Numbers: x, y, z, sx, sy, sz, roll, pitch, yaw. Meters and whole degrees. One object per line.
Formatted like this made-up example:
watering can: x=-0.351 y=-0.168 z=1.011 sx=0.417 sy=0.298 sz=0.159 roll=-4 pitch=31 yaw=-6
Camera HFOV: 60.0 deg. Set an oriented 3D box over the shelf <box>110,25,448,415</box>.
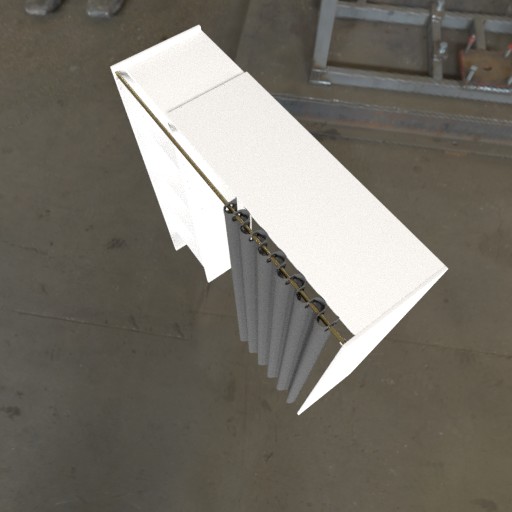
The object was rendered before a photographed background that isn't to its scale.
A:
shelf: x=0.000 y=0.000 z=2.586 sx=0.500 sy=1.810 sz=1.600 roll=-34 pitch=68 yaw=-15
